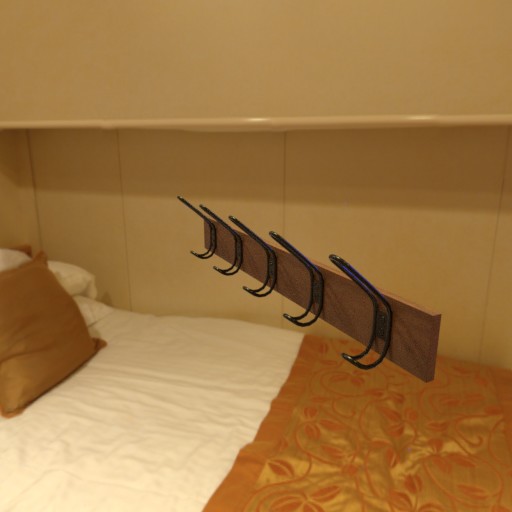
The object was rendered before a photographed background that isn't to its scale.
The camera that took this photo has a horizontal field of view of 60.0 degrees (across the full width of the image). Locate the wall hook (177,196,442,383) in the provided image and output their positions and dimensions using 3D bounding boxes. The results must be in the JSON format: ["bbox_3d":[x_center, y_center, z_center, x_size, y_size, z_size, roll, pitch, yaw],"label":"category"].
[{"bbox_3d":[0.000,0.000,0.606,0.076,0.116,0.554,-8,17,-26],"label":"wall hook"}]
